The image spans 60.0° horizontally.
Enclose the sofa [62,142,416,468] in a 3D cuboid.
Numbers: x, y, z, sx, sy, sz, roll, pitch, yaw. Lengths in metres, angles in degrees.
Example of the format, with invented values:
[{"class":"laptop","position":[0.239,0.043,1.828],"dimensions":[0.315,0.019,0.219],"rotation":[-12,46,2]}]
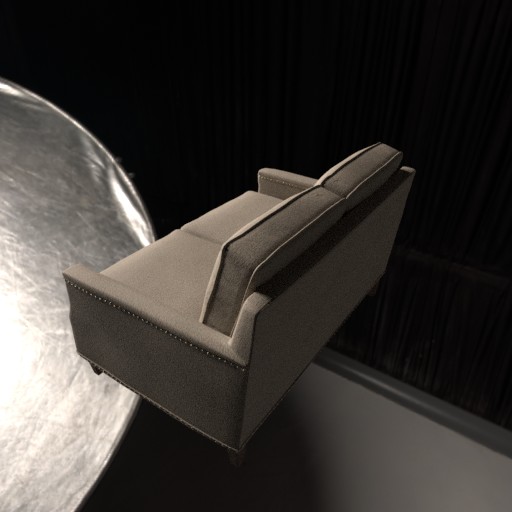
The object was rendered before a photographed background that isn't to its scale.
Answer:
[{"class":"sofa","position":[0.000,0.000,2.291],"dimensions":[1.084,1.003,1.597],"rotation":[20,37,29]}]
